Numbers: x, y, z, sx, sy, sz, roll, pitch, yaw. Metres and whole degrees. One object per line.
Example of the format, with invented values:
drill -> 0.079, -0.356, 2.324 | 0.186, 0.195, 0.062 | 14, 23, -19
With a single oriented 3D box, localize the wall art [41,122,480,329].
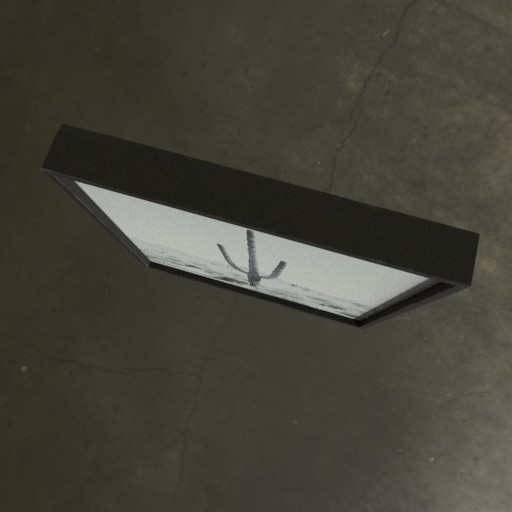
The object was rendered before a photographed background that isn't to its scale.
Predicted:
wall art -> 0.000, 0.000, 0.453 | 0.305, 0.305, 0.038 | 16, 76, 4
